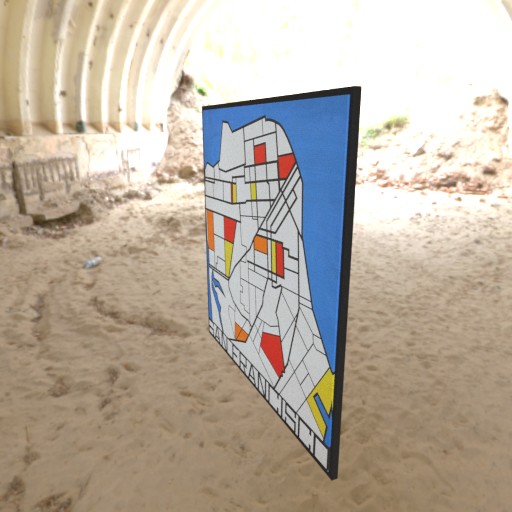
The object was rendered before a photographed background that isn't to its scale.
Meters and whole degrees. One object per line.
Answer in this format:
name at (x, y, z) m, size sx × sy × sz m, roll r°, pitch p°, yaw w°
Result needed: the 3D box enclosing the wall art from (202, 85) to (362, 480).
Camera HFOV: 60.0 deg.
wall art at (0.000, 0.000, 0.993) m, size 0.015 × 0.663 × 0.664 m, roll -7°, pitch 18°, yaw -24°
